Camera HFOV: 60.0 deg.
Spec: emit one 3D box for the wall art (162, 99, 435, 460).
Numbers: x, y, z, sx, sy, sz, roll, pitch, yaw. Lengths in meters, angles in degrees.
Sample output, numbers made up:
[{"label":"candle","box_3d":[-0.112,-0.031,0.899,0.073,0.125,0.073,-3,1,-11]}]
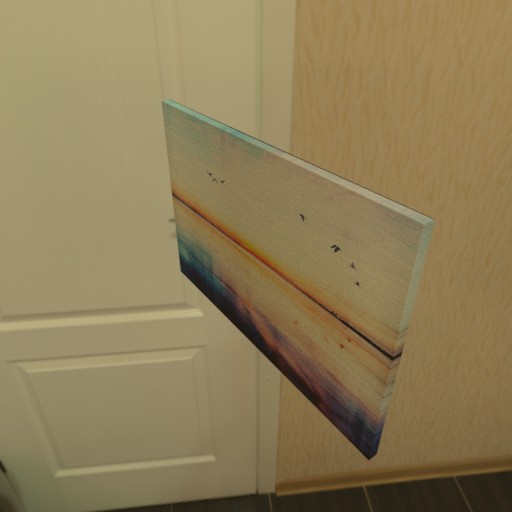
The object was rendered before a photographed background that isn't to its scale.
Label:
[{"label":"wall art","box_3d":[0.000,0.000,0.762,0.018,0.402,0.604,-21,39,-29]}]
